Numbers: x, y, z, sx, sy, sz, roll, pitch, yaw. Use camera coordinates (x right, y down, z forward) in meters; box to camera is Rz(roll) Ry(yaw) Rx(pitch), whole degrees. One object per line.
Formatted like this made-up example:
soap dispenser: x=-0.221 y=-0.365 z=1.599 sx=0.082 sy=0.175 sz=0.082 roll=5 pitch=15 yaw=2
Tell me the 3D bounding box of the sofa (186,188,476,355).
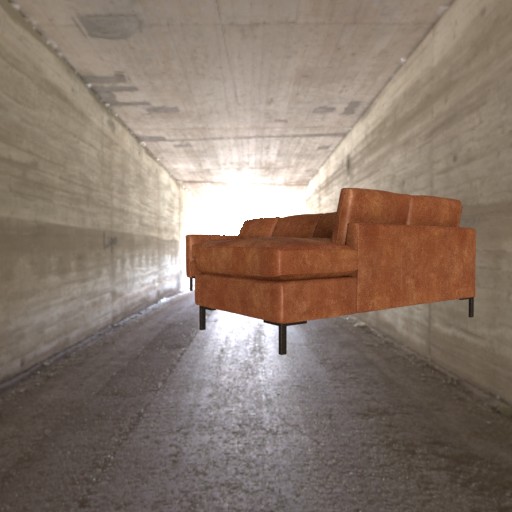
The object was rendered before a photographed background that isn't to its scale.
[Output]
sofa: x=0.000 y=0.000 z=3.883 sx=1.938 sy=0.877 sz=2.984 roll=-1 pitch=2 yaw=-37
